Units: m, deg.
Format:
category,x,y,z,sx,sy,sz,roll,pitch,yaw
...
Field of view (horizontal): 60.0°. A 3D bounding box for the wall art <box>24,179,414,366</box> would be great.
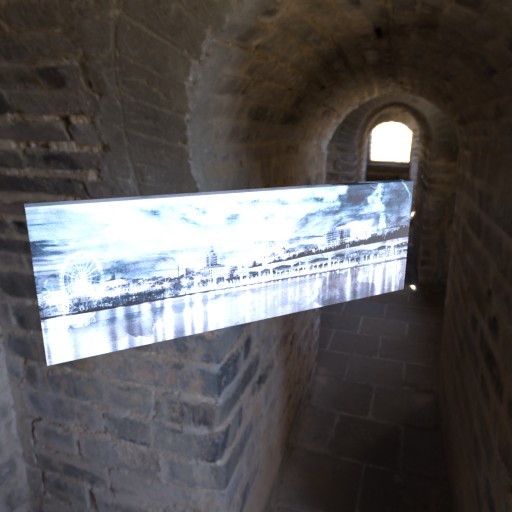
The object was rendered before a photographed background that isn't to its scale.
category,x,y,z,sx,sy,sz,roll,pitch,yaw
wall art,0.000,0.000,0.847,0.759,0.251,0.037,-8,18,-27
